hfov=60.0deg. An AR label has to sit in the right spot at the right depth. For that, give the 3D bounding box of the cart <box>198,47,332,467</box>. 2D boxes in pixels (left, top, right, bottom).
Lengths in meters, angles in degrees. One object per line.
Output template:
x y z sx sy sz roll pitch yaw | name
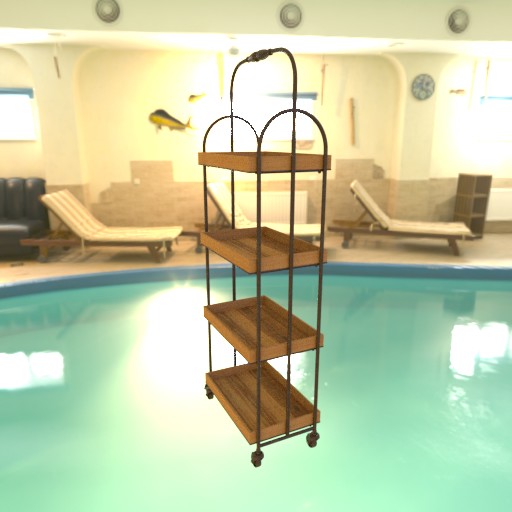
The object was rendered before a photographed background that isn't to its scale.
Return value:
0.000 0.000 1.743 0.308 1.481 0.581 -7 17 -25 | cart
